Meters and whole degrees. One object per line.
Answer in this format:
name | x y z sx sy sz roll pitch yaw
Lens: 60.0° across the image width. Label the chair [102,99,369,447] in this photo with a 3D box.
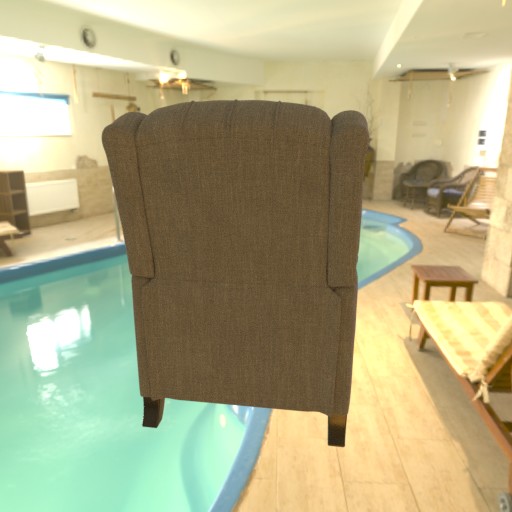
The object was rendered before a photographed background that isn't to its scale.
chair | 0.000 0.000 1.616 0.742 1.035 0.898 2 16 8
